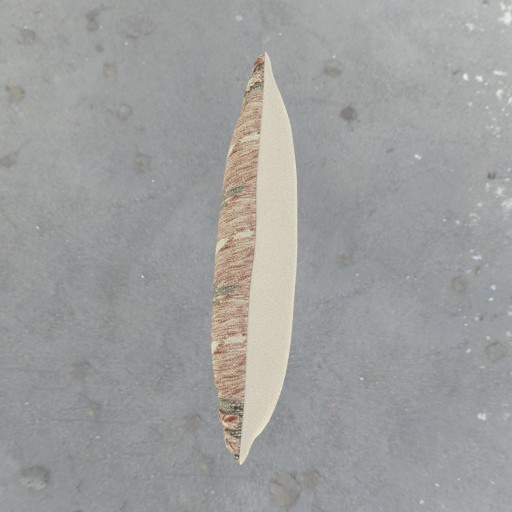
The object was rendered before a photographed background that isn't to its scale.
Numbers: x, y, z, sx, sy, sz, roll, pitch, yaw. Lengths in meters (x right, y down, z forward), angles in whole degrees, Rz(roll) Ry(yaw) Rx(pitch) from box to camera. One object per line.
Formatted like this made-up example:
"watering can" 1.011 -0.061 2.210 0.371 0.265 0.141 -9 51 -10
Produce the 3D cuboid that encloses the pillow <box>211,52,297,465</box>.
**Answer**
"pillow" 0.000 0.000 0.759 0.139 0.282 0.635 3 75 1
